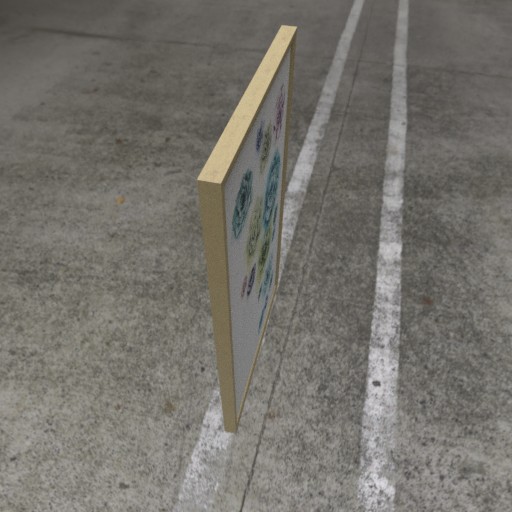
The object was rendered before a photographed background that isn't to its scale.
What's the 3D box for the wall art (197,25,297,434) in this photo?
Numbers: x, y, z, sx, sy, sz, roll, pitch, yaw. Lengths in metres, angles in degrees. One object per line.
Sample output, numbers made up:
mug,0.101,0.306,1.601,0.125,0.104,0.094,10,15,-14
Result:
wall art,0.000,0.000,1.009,0.039,0.810,0.510,11,48,9
